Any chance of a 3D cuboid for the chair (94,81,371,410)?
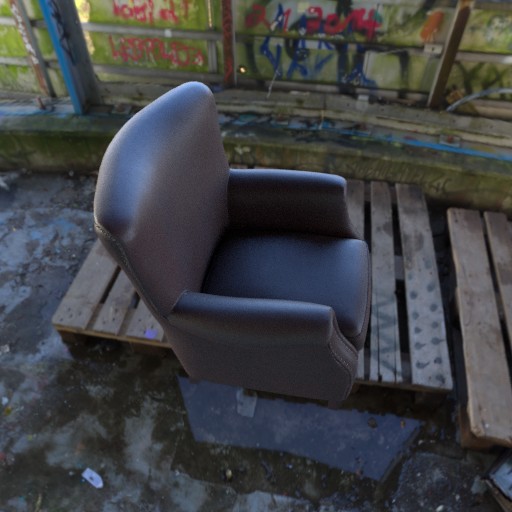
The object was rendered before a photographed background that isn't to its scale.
[{"bbox_3d":[0.000,0.000,1.382,0.746,0.800,0.700,9,48,8],"label":"chair"}]
